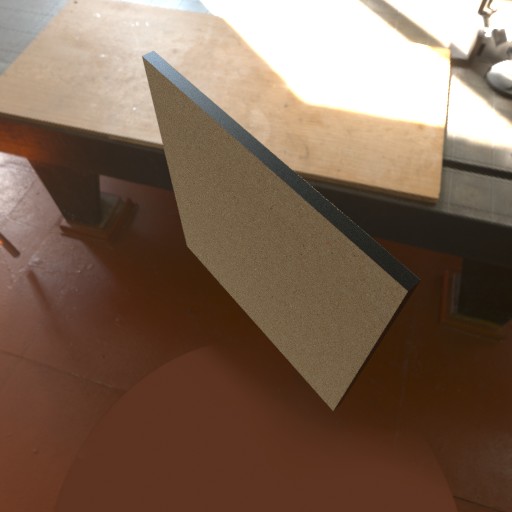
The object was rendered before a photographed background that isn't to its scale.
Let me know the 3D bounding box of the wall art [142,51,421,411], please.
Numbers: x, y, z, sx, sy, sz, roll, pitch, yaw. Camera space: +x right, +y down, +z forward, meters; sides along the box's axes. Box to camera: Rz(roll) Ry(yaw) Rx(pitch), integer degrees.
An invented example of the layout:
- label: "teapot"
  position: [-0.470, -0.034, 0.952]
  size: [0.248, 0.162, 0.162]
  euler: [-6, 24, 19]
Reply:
- label: "wall art"
  position: [0.000, 0.000, 1.172]
  size: [0.031, 0.775, 0.773]
  euler: [-35, 64, -20]
